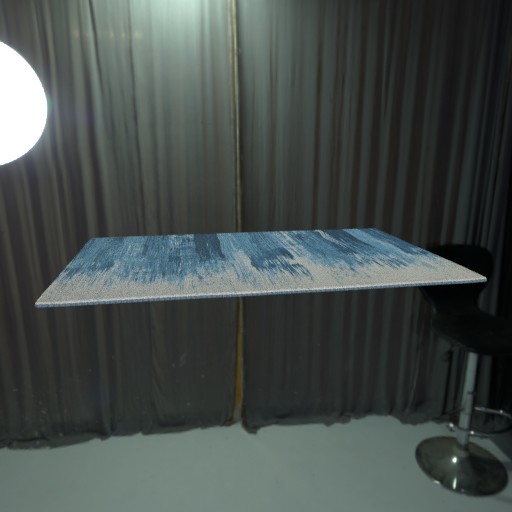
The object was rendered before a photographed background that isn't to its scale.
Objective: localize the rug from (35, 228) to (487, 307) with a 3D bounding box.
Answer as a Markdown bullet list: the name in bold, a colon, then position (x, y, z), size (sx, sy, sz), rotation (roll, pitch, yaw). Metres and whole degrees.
- **rug**: position (0.000, 0.000, 3.054), size (2.450, 0.027, 1.540), rotation (-2, 15, -9)
